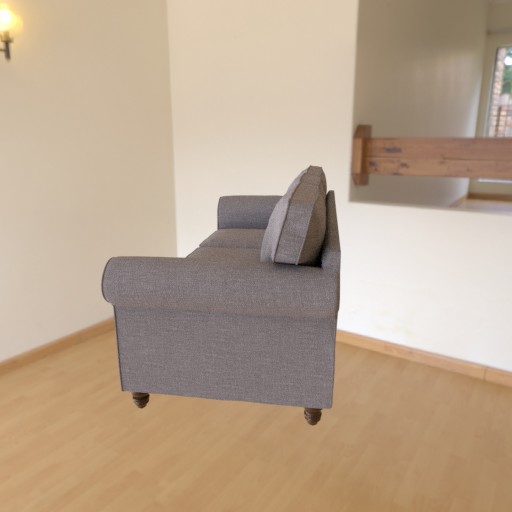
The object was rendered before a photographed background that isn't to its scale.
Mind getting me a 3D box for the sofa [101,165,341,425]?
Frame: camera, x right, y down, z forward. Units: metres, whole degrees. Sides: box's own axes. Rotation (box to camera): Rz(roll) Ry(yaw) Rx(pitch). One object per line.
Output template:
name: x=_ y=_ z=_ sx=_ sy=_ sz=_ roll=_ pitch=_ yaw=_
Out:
sofa: x=0.000 y=0.000 z=2.628 sx=0.916 sy=0.961 sz=2.084 roll=2 pitch=15 yaw=9
